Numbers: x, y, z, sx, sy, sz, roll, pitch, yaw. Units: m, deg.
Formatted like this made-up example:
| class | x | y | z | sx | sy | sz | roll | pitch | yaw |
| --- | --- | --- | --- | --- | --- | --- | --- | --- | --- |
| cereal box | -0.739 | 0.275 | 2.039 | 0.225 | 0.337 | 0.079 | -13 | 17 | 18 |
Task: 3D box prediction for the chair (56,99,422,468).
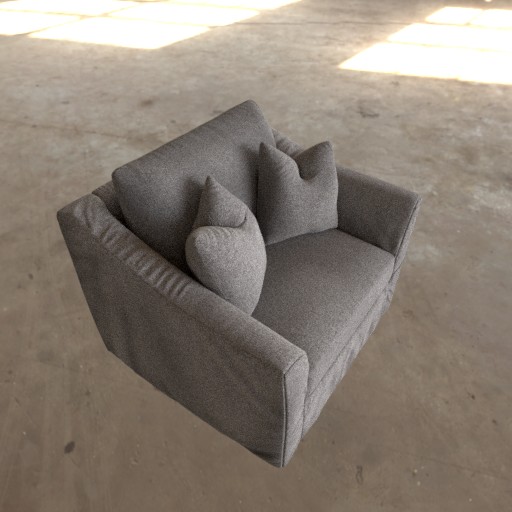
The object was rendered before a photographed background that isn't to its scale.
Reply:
| class | x | y | z | sx | sy | sz | roll | pitch | yaw |
| --- | --- | --- | --- | --- | --- | --- | --- | --- | --- |
| chair | 0.000 | 0.000 | 2.036 | 1.071 | 1.059 | 1.194 | 25 | 47 | 26 |
